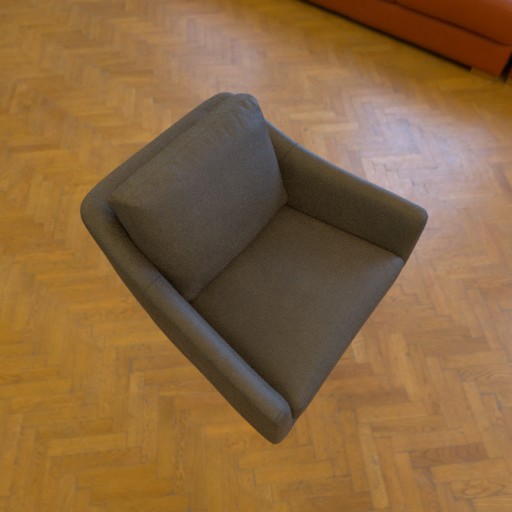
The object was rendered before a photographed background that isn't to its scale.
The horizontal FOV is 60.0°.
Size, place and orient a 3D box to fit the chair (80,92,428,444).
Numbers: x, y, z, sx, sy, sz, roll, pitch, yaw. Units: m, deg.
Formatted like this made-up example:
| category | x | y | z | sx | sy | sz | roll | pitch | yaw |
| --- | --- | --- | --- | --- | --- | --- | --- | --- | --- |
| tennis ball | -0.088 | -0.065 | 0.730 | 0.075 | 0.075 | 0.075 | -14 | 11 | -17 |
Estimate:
| category | x | y | z | sx | sy | sz | roll | pitch | yaw |
| --- | --- | --- | --- | --- | --- | --- | --- | --- | --- |
| chair | 0.000 | 0.000 | 1.747 | 0.961 | 0.901 | 0.988 | 33 | 63 | 20 |
